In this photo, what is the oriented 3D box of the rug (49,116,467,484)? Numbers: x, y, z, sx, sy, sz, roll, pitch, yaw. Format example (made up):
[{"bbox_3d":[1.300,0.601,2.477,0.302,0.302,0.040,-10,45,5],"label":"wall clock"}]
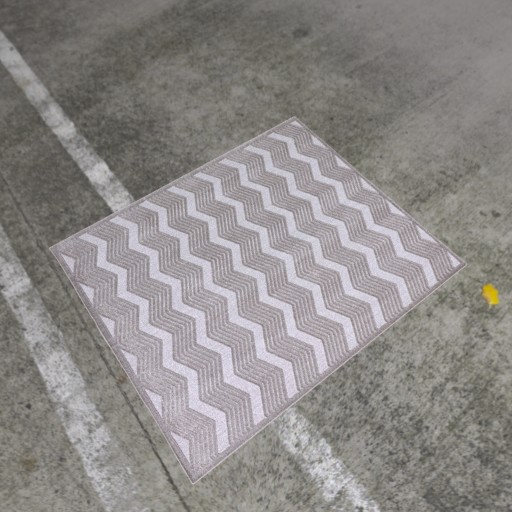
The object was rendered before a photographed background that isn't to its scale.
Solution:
[{"bbox_3d":[0.000,0.000,3.958,2.880,0.005,2.391,-33,64,-18],"label":"rug"}]
